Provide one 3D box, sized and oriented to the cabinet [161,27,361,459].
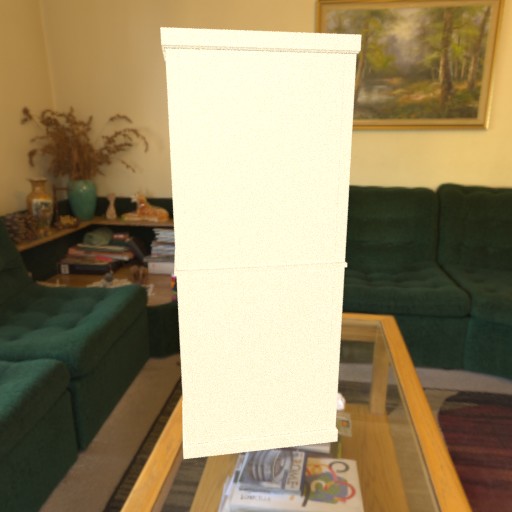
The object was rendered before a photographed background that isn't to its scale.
[{"bbox_3d":[0.000,0.000,2.065,0.754,1.829,0.390,-3,16,-9],"label":"cabinet"}]
